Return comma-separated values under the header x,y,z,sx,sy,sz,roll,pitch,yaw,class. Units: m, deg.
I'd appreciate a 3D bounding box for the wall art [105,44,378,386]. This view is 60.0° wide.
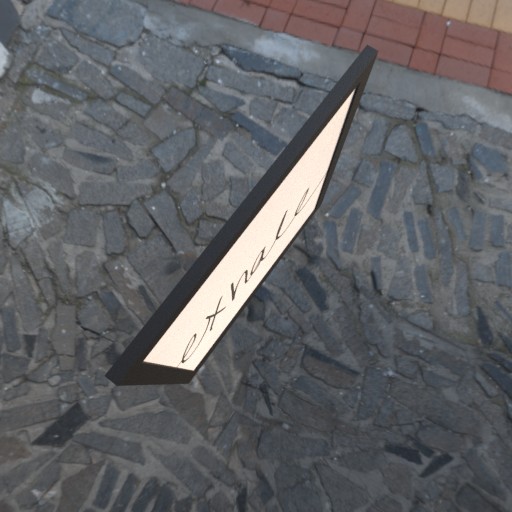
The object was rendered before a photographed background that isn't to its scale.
x,y,z,sx,sy,sz,roll,pitch,yaw,class
0.000,0.000,0.531,0.012,0.357,0.358,35,77,9,wall art
